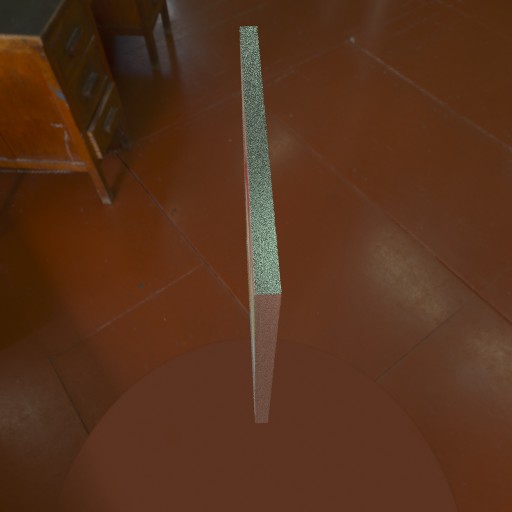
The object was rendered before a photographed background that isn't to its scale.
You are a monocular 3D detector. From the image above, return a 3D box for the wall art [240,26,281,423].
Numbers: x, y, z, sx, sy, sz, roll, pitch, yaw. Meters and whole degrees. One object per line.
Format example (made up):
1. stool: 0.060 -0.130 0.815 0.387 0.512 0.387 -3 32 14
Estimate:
1. wall art: 0.000 0.000 0.778 0.025 0.569 0.444 -2 58 -2
